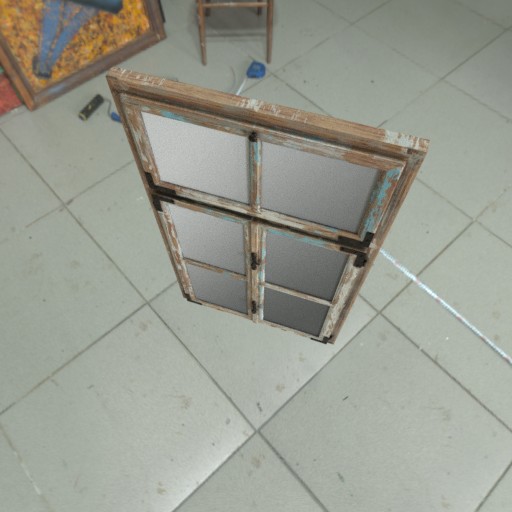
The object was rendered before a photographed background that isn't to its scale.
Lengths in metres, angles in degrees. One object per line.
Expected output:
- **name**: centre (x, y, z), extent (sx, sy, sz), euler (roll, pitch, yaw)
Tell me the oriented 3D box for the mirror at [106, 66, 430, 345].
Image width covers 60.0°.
- **mirror**: centre (0.000, 0.000, 1.454), extent (0.707, 1.213, 0.083), euler (16, 62, 9)
